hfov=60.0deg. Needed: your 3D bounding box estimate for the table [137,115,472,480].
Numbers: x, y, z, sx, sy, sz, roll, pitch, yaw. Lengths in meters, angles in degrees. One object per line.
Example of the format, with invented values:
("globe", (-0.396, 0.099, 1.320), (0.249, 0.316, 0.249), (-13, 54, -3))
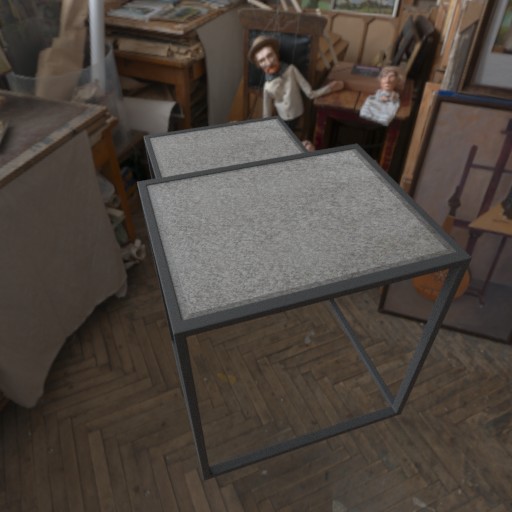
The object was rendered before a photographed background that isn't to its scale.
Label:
("table", (0.000, 0.000, 1.147), (0.508, 0.540, 0.788), (-13, 44, -13))
